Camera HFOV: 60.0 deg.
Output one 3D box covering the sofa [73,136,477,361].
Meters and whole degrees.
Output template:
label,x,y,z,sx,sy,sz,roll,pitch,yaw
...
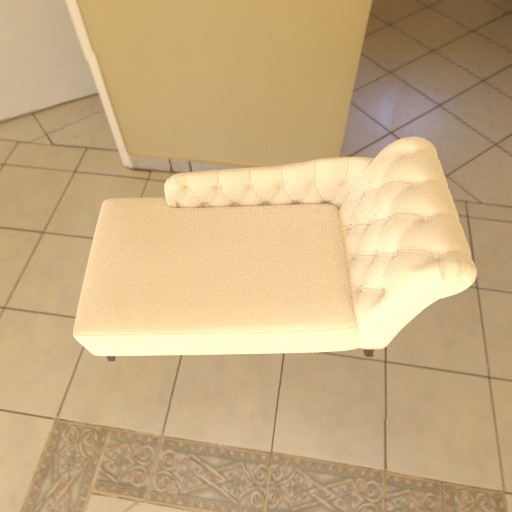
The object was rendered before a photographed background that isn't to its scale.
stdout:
label,x,y,z,sx,sy,sz,roll,pitch,yaw
sofa,0.000,0.000,1.809,1.379,0.787,0.675,-1,57,0
